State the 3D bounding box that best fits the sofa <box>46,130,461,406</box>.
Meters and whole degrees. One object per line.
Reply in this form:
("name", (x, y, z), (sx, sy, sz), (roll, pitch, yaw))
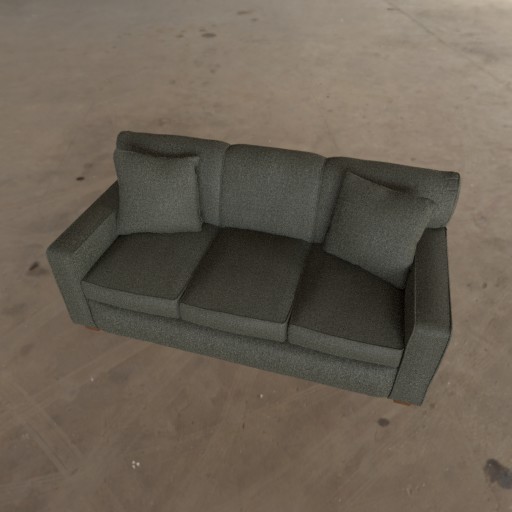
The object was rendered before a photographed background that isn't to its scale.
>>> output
("sofa", (0.000, 0.000, 2.511), (2.024, 0.958, 0.997), (10, 41, 12))
